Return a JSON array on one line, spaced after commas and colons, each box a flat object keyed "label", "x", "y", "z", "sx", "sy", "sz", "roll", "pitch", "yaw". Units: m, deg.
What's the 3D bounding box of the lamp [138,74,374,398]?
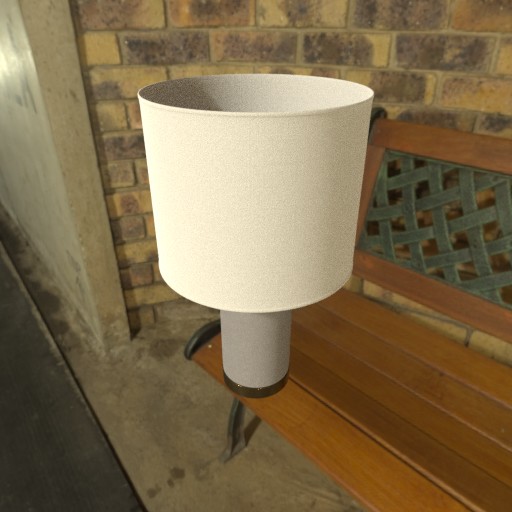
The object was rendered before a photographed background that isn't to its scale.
[{"label": "lamp", "x": 0.000, "y": 0.000, "z": 0.532, "sx": 0.229, "sy": 0.380, "sz": 0.229, "roll": 0, "pitch": 29, "yaw": 0}]
